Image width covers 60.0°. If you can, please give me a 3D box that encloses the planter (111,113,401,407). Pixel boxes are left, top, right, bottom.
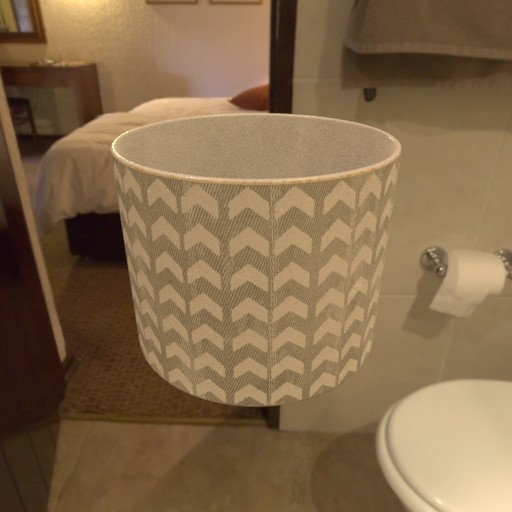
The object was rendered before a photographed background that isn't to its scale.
[{"bbox_3d":[0.000,0.000,0.451,0.250,0.239,0.250,0,27,0],"label":"planter"}]
